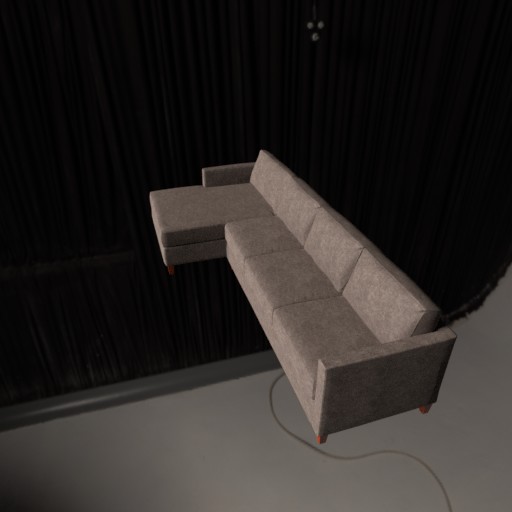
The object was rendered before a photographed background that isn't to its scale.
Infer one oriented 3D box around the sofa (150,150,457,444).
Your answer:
[{"bbox_3d":[0.000,0.000,4.106,1.606,0.954,3.471,-9,32,-15],"label":"sofa"}]
